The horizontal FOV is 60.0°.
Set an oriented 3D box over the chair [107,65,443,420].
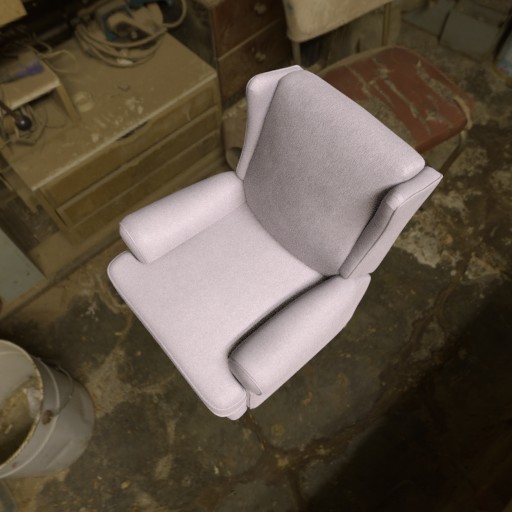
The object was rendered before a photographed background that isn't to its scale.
[{"bbox_3d":[0.000,0.000,1.710,0.969,1.011,0.847,-37,69,-18],"label":"chair"}]
